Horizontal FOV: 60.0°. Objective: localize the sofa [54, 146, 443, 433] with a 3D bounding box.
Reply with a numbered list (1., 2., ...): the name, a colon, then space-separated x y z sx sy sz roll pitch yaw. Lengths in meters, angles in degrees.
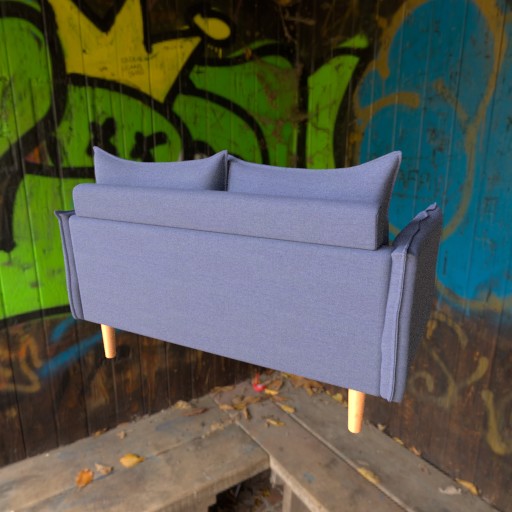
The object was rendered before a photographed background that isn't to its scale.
1. sofa: 0.000 0.000 1.752 1.300 0.840 0.820 8 17 27
